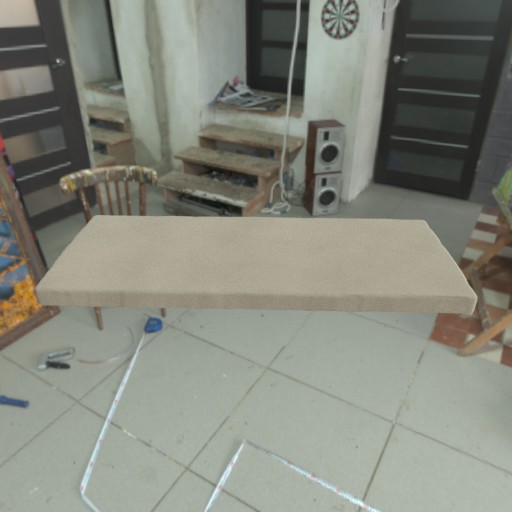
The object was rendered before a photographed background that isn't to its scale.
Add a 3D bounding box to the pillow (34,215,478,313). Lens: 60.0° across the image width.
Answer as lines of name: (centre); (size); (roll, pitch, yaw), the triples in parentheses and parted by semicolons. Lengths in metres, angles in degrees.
pillow: (0.000, 0.000, 1.352); (1.187, 0.081, 0.492); (1, 30, 2)
